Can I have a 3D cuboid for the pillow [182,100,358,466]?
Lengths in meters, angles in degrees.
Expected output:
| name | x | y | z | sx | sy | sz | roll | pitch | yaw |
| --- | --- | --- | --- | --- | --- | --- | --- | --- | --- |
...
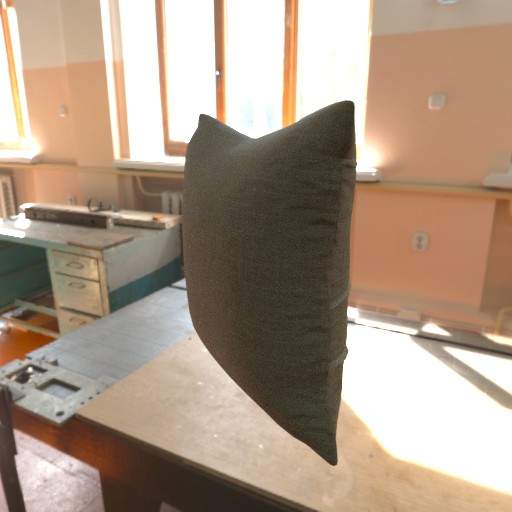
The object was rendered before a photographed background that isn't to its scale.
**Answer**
| name | x | y | z | sx | sy | sz | roll | pitch | yaw |
| --- | --- | --- | --- | --- | --- | --- | --- | --- | --- |
| pillow | 0.000 | 0.000 | 0.633 | 0.169 | 0.400 | 0.424 | -8 | 18 | -26 |
